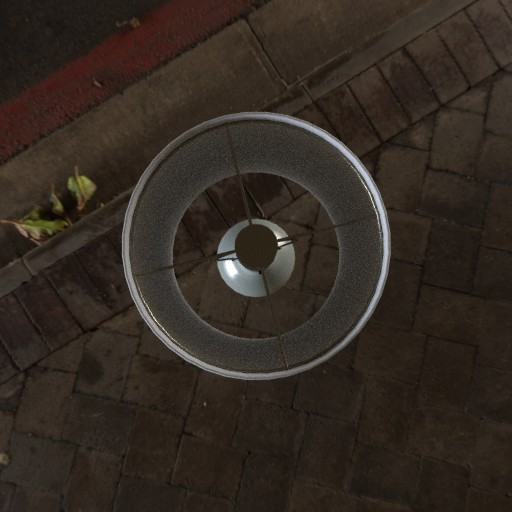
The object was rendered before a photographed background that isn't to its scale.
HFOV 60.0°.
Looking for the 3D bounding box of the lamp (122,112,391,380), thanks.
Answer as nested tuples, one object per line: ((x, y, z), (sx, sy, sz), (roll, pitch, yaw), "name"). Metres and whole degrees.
((0.000, 0.000, 0.600), (0.220, 0.475, 0.220), (0, 88, 0), "lamp")
